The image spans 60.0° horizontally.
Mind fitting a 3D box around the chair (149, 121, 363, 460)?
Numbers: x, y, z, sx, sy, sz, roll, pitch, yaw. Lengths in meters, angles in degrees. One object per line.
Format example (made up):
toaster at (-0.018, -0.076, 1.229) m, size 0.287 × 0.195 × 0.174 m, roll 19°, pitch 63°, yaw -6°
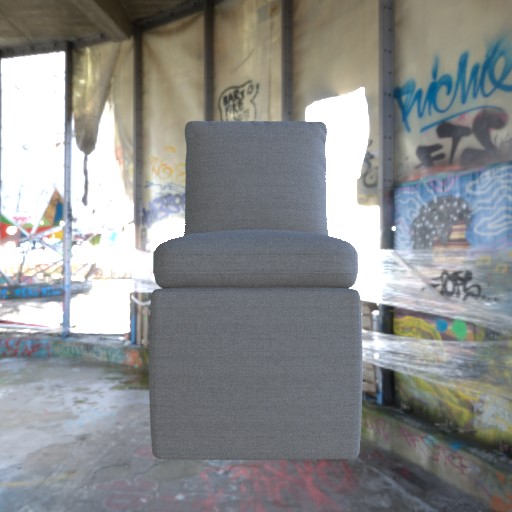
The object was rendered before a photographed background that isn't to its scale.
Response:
chair at (0.000, 0.000, 1.326) m, size 0.503 × 0.927 × 0.698 m, roll 0°, pitch 0°, yaw 0°
